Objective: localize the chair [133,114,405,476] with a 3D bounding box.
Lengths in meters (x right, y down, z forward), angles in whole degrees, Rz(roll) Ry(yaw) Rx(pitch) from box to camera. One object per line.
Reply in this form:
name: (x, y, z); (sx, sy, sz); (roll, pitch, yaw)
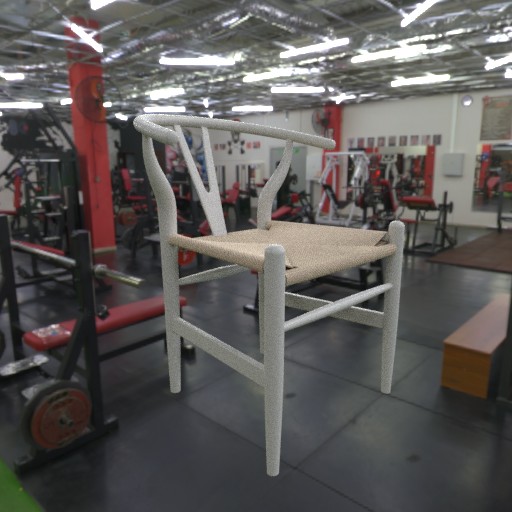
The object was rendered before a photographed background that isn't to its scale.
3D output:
chair: (0.000, 0.000, 1.146); (0.579, 0.730, 0.569); (12, 17, 44)
